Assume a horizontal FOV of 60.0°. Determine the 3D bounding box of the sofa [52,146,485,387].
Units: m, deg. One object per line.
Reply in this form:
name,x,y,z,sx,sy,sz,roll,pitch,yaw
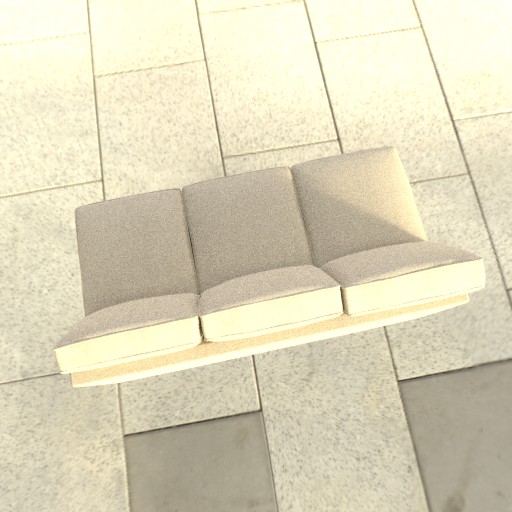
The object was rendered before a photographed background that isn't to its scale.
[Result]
sofa,0.000,0.000,2.477,1.962,0.973,1.027,-12,75,-3
